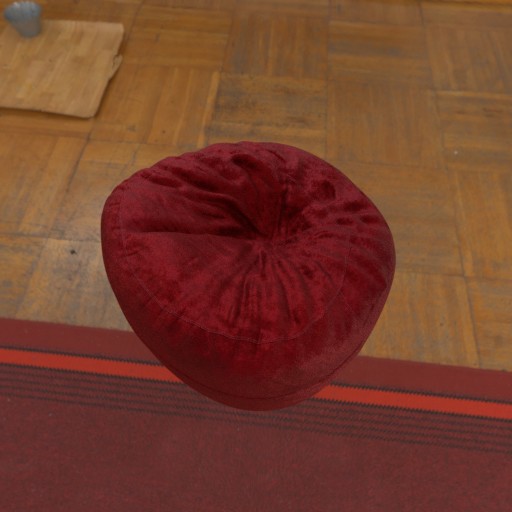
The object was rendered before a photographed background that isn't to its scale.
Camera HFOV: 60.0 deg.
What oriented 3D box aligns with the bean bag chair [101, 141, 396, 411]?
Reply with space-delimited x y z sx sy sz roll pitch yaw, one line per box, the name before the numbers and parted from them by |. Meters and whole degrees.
bean bag chair | 0.000 0.000 2.472 1.524 0.878 1.524 -35 65 -19
